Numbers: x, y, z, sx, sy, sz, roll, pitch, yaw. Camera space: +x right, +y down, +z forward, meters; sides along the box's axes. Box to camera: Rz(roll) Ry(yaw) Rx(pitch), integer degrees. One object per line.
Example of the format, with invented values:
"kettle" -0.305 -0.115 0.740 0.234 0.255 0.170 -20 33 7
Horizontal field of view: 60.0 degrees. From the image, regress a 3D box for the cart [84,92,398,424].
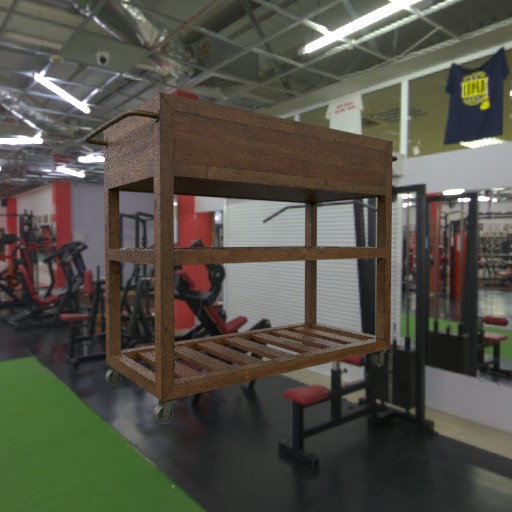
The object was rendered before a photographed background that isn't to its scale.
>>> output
"cart" 0.000 0.000 1.541 1.065 0.830 0.445 -2 3 -36
